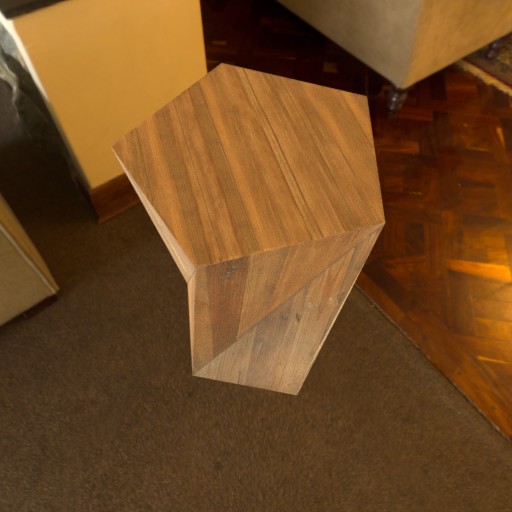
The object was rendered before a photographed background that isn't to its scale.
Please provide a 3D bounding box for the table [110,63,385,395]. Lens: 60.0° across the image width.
[{"bbox_3d":[0.000,0.000,0.922,0.441,0.604,0.425,3,58,2],"label":"table"}]
